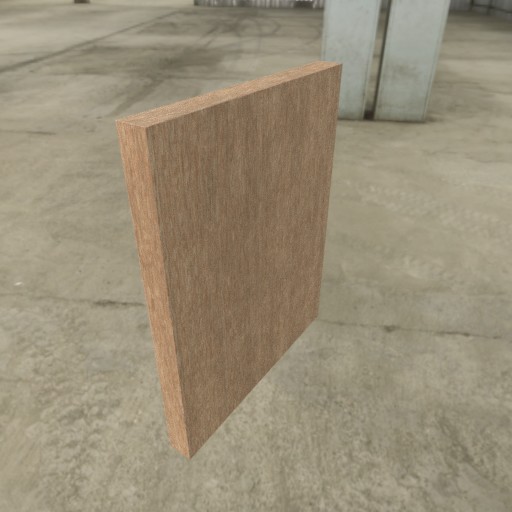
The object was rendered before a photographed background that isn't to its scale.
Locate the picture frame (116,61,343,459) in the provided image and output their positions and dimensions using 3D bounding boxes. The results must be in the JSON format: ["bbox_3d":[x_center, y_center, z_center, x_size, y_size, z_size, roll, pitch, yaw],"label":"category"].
[{"bbox_3d":[0.000,0.000,0.716,0.043,0.526,0.424,21,38,29],"label":"picture frame"}]
